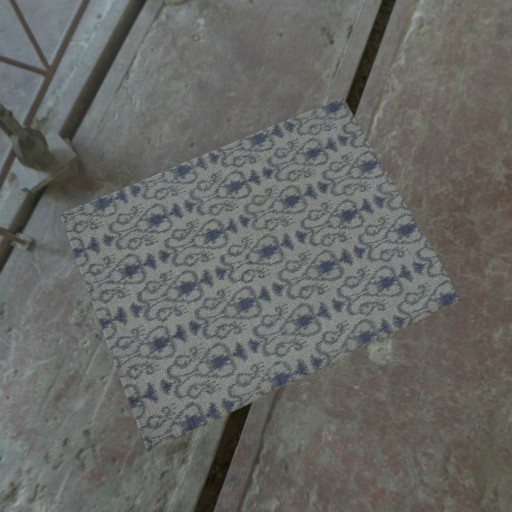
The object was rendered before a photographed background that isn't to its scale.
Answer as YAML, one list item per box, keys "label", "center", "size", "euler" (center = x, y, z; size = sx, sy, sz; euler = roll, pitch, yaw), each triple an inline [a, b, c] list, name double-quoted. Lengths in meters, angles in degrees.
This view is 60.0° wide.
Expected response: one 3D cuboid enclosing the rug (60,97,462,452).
- label: "rug"
  center: [0.000, 0.000, 4.320]
  size: [3.205, 0.015, 2.437]
  euler: [-24, 76, -6]
